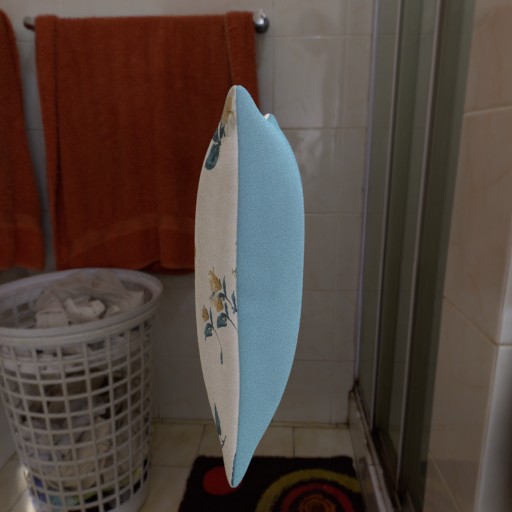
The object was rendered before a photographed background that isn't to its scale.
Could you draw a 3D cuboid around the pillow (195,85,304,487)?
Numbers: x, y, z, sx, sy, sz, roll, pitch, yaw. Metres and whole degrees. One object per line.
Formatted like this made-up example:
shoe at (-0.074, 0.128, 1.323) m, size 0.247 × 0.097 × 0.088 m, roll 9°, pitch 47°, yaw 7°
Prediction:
pillow at (0.000, 0.000, 0.779) m, size 0.166 × 0.507 × 0.526 m, roll 1°, pitch 15°, yaw 5°
